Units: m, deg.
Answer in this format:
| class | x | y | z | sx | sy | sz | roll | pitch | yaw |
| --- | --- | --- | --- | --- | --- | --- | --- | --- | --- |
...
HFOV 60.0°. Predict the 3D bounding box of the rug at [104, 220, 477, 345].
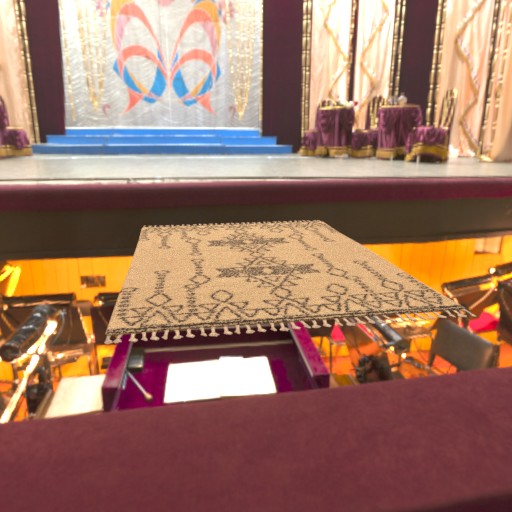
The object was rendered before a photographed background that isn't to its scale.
| class | x | y | z | sx | sy | sz | roll | pitch | yaw |
| --- | --- | --- | --- | --- | --- | --- | --- | --- | --- |
| rug | 0.000 | 0.000 | 3.863 | 2.125 | 0.028 | 3.027 | -3 | 16 | -10 |
